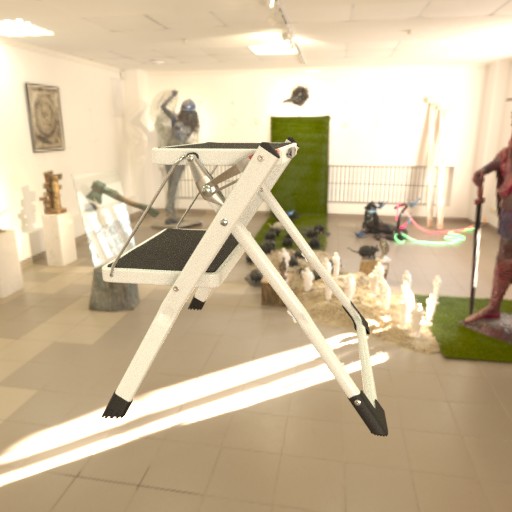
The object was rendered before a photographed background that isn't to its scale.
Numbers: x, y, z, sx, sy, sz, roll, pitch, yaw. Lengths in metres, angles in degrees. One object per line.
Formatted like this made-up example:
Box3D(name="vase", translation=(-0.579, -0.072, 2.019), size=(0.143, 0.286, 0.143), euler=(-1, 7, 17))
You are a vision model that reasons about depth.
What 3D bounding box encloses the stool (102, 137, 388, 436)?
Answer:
Box3D(name="stool", translation=(0.000, 0.000, 0.870), size=(0.490, 0.445, 0.485), euler=(3, 16, 9))
